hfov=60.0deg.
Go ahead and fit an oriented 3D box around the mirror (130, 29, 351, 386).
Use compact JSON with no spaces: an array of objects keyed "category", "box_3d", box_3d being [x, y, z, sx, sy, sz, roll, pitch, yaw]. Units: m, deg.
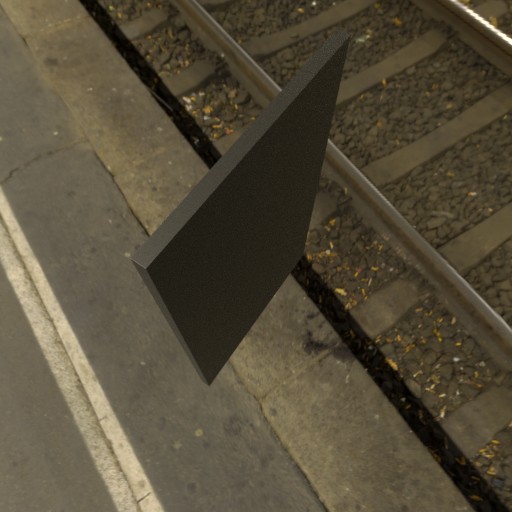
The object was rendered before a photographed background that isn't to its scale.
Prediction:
[{"category":"mirror","box_3d":[0.000,0.000,1.496,0.038,1.219,0.762,32,68,14]}]
